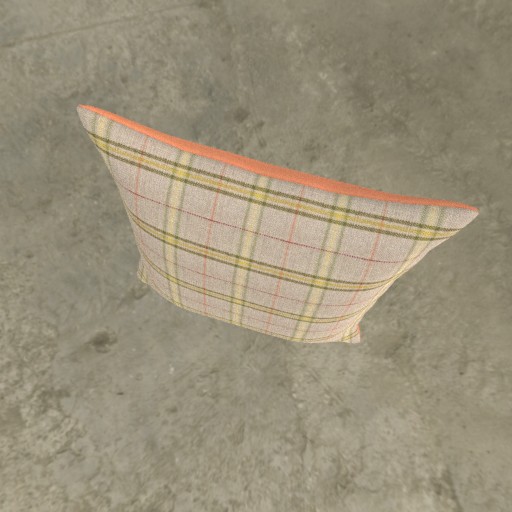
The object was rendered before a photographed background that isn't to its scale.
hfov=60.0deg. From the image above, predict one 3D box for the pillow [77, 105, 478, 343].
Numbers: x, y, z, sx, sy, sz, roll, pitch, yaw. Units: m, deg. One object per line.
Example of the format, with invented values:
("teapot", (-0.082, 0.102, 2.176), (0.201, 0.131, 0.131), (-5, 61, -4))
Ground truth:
("pillow", (0.000, 0.000, 0.672), (0.453, 0.430, 0.200), (16, 76, 4))
